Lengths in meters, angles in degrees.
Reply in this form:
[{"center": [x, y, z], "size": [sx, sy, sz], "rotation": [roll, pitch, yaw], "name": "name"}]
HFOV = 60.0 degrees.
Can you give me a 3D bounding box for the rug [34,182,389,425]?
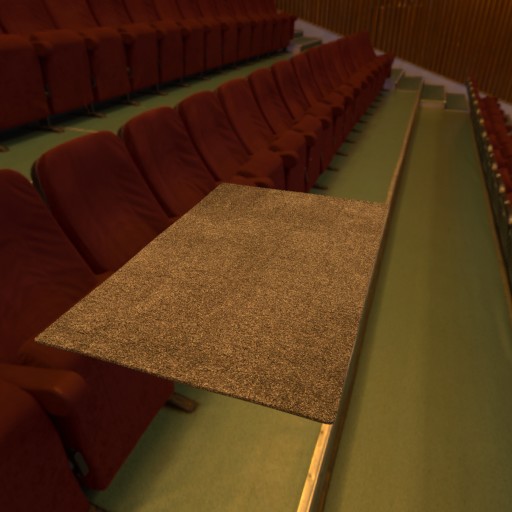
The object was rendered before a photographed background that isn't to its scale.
[{"center": [0.000, 0.000, 2.939], "size": [1.501, 0.025, 2.352], "rotation": [10, 31, 17], "name": "rug"}]
